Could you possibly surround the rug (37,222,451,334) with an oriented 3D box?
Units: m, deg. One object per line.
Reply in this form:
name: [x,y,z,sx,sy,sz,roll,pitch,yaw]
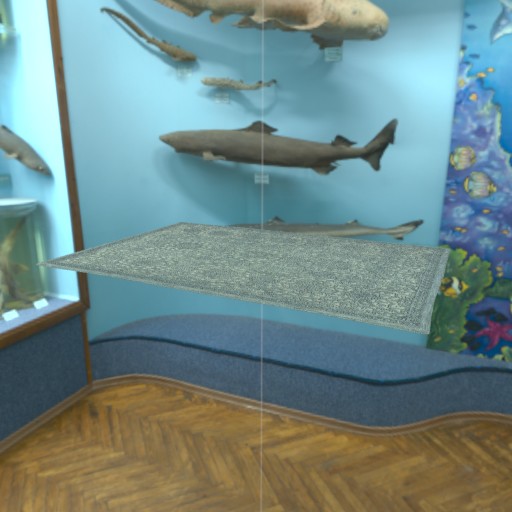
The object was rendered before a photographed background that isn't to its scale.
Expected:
rug: [0.000,0.000,2.334,1.830,0.016,1.224,7,17,25]
